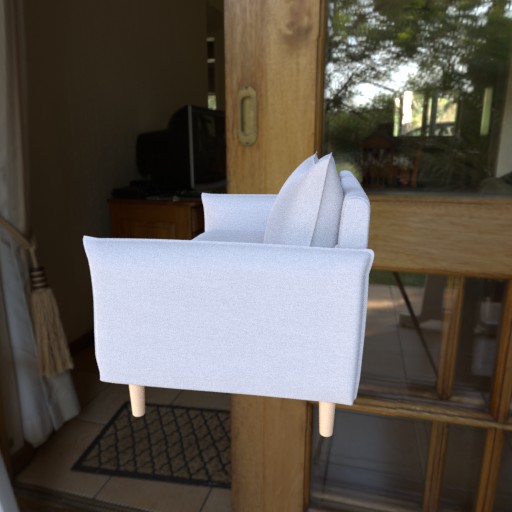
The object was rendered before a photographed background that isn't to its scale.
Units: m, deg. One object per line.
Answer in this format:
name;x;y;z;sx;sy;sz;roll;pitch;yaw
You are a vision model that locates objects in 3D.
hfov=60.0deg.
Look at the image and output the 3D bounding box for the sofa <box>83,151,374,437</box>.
sofa;0.000;0.000;1.826;0.820;0.840;1.300;2;14;9
